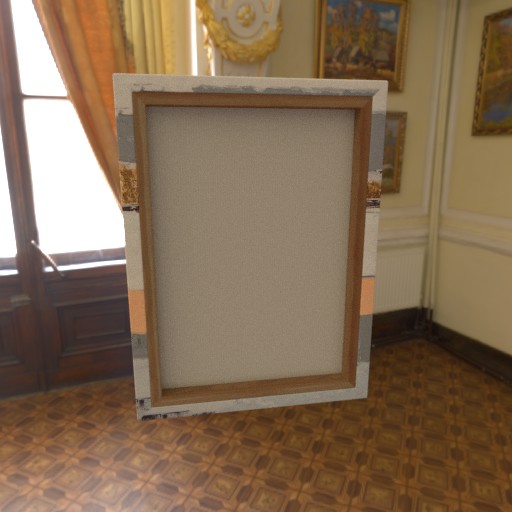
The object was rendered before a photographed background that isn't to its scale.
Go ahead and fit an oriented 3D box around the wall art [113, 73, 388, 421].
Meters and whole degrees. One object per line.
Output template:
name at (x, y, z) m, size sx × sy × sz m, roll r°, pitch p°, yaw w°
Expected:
wall art at (0.000, 0.000, 0.811) m, size 0.456 × 0.609 × 0.038 m, roll -2°, pitch 14°, yaw -10°
